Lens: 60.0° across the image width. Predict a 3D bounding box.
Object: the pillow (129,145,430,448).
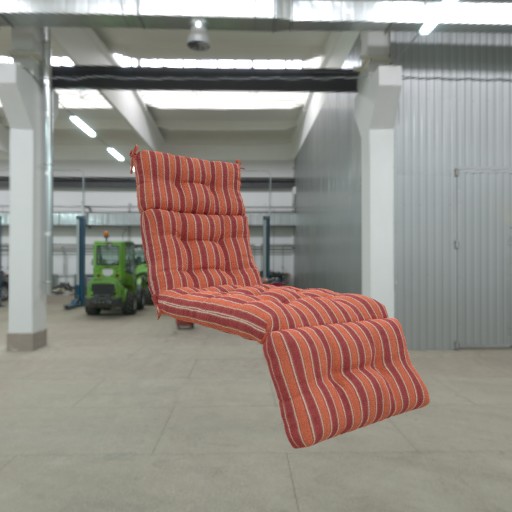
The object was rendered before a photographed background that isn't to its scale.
[{"bbox_3d":[0.000,0.000,1.490,0.526,0.863,1.016,0,0,-37],"label":"pillow"}]
